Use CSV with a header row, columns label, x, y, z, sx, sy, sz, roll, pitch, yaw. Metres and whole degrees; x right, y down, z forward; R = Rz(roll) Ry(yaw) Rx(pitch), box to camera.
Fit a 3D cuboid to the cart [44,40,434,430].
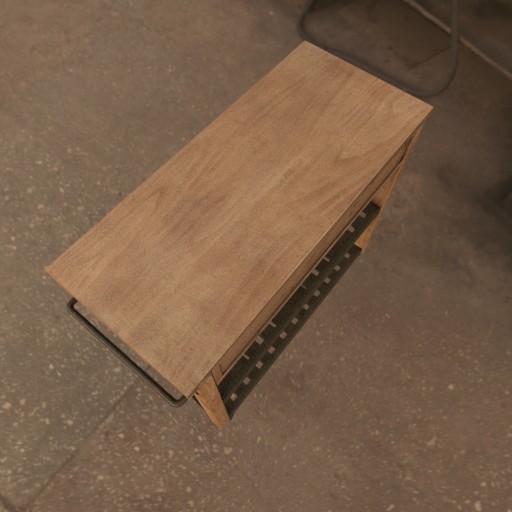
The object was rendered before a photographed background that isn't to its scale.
label,x,y,z,sx,sy,sz,roll,pitch,yaw
cart,0.000,0.000,0.967,0.298,0.554,0.686,36,68,17
